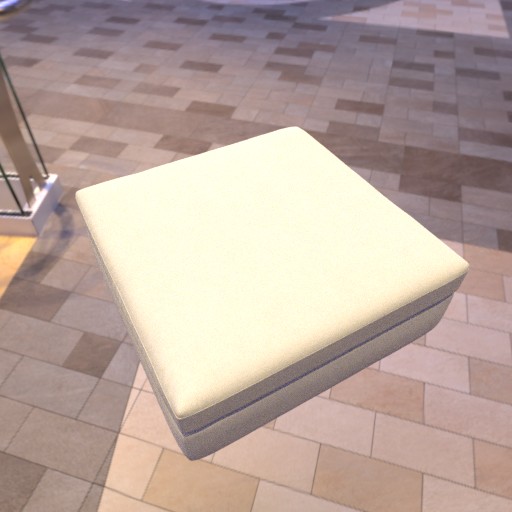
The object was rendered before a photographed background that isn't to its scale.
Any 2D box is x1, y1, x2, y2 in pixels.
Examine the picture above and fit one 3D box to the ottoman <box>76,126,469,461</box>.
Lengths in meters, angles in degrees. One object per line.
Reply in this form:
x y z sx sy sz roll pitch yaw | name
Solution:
0.000 0.000 1.846 1.167 0.482 1.163 -22 50 -20 | ottoman
